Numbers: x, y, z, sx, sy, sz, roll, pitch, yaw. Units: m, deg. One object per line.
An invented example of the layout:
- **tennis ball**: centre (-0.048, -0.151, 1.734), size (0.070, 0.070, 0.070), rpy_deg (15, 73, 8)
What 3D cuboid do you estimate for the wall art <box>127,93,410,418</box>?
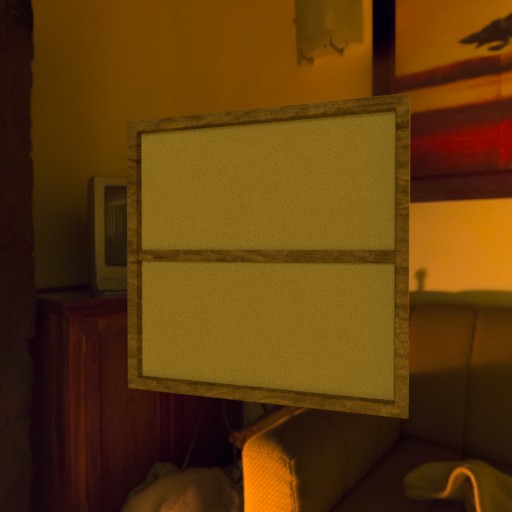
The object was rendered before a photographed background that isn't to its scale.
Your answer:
- **wall art**: centre (0.000, 0.000, 1.142), size (0.747, 0.747, 0.035), rpy_deg (0, 1, 18)
